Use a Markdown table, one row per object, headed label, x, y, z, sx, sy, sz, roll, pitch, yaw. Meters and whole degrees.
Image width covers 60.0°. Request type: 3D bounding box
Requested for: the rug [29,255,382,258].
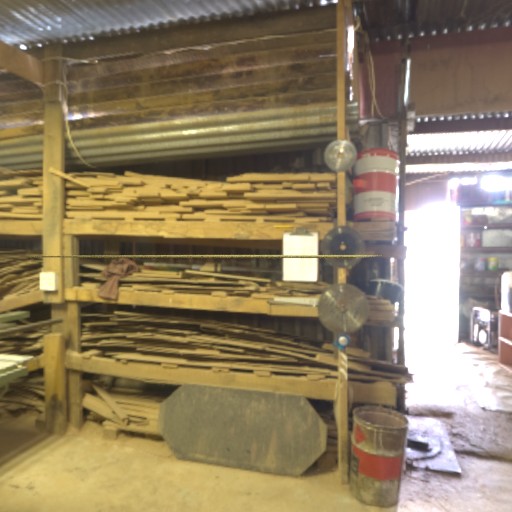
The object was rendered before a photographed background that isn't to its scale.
| label | x | y | z | sx | sy | sz | roll | pitch | yaw |
| --- | --- | --- | --- | --- | --- | --- | --- | --- | --- |
| rug | 0.000 | 0.000 | 2.961 | 1.529 | 0.007 | 2.297 | 0 | 0 | 18 |
